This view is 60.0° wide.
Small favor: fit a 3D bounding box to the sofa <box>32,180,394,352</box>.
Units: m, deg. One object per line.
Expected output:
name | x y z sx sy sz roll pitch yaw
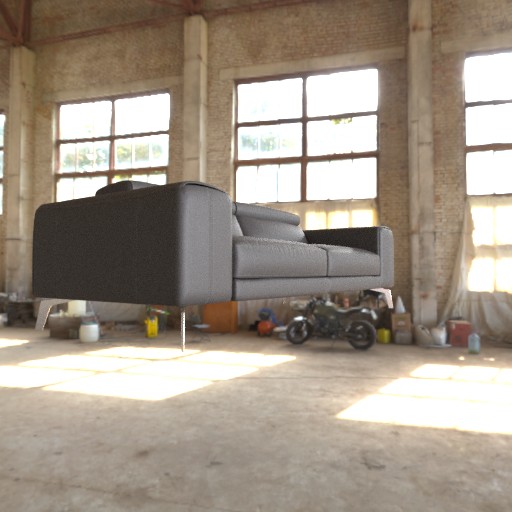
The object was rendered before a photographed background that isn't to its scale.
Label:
sofa | 0.000 0.000 2.776 1.023 0.759 2.321 -1 -2 35
